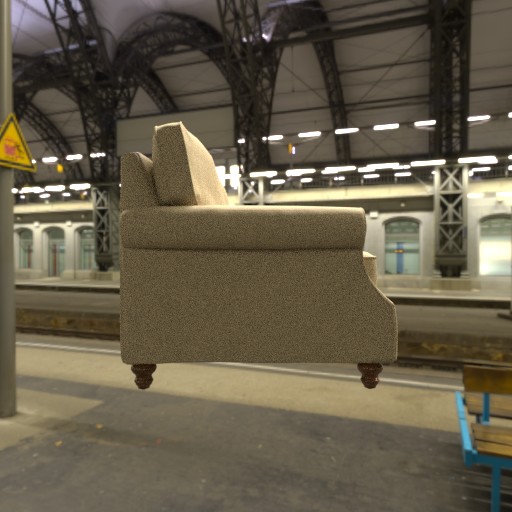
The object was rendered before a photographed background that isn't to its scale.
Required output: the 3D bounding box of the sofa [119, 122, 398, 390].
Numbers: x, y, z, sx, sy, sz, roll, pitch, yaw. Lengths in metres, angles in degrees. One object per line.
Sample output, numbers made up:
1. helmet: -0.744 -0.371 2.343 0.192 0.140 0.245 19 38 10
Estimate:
1. sofa: 0.000 0.000 2.250 0.964 0.937 1.665 0 0 -1
